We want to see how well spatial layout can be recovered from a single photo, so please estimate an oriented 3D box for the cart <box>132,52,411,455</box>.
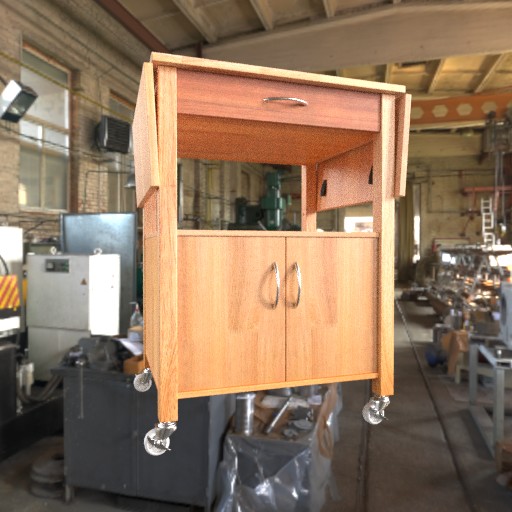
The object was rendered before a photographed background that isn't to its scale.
[{"bbox_3d":[0.000,0.000,1.237,0.640,0.838,0.508,0,1,-18],"label":"cart"}]
